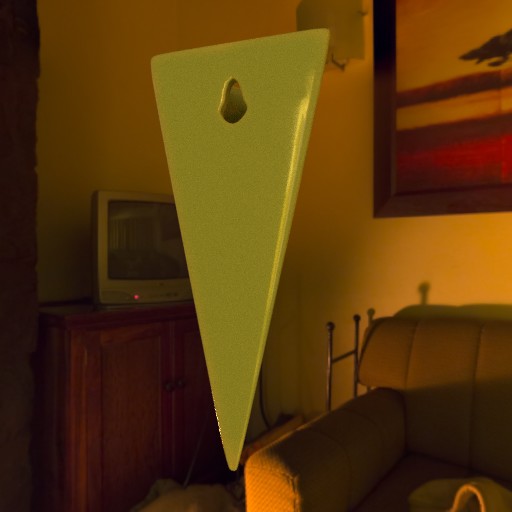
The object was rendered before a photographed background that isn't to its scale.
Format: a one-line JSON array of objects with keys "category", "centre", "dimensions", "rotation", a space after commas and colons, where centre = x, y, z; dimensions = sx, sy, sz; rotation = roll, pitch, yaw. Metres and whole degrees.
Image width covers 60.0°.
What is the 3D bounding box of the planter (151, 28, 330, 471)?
[{"category": "planter", "centre": [0.000, 0.000, 0.213], "dimensions": [0.080, 0.178, 0.064], "rotation": [0, -1, 18]}]
